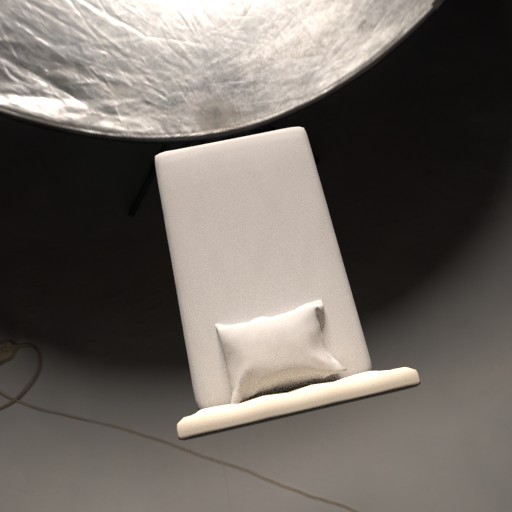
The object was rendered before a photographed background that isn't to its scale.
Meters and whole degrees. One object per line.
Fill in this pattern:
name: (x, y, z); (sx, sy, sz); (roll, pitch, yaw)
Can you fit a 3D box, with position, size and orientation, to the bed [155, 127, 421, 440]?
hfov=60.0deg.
bed: (0.000, 0.000, 3.011); (1.261, 1.571, 1.997); (-12, 74, -3)
